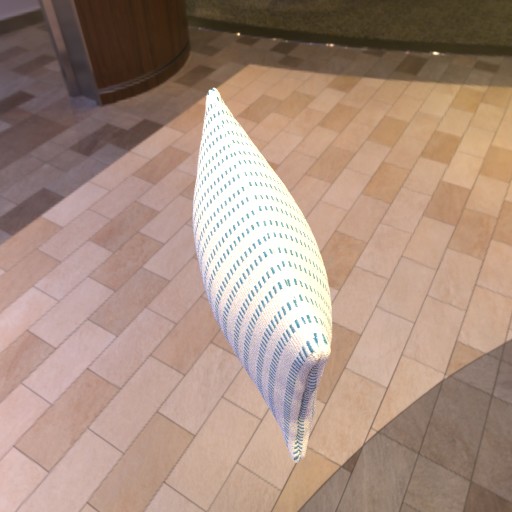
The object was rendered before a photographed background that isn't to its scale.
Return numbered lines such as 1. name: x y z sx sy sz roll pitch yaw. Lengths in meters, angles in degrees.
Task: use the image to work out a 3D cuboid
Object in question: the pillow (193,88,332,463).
1. pillow: 0.000 0.000 0.824 0.210 0.353 0.640 -11 49 -10
